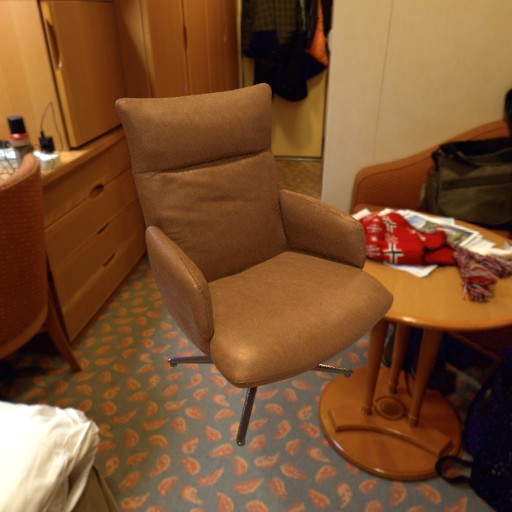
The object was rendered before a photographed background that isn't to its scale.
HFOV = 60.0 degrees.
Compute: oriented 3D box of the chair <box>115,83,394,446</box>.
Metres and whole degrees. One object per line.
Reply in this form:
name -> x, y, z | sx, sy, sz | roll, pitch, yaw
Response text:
chair -> 0.000, 0.000, 1.554 | 0.711, 1.027, 0.794 | -20, 34, -32
